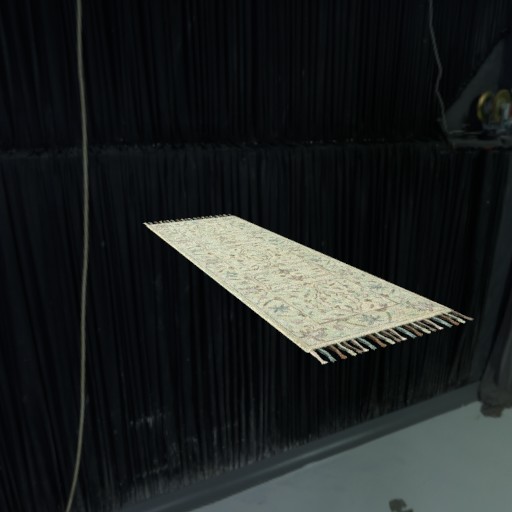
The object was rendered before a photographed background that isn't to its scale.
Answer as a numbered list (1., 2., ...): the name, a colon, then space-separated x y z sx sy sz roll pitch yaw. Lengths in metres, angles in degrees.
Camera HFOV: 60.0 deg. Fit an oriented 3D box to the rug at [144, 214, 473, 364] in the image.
1. rug: 0.000 0.000 2.701 0.769 0.013 2.440 -9 19 -26
